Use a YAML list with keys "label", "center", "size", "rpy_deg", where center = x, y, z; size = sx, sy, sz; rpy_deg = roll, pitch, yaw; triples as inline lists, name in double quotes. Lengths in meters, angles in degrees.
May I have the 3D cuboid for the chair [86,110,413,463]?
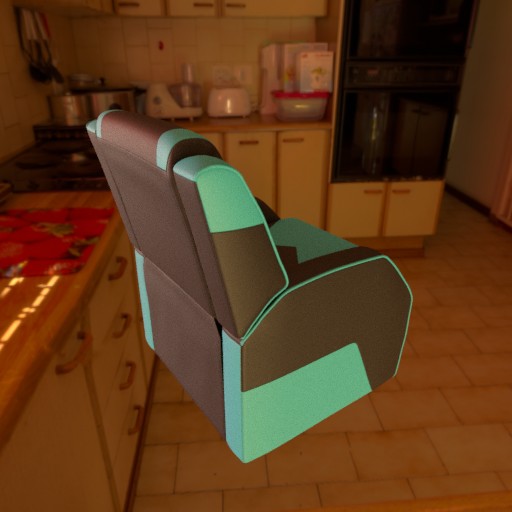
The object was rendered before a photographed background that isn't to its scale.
- label: "chair"
  center: [0.000, 0.000, 1.256]
  size: [0.672, 0.805, 0.620]
  rpy_deg: [-17, 30, -31]
